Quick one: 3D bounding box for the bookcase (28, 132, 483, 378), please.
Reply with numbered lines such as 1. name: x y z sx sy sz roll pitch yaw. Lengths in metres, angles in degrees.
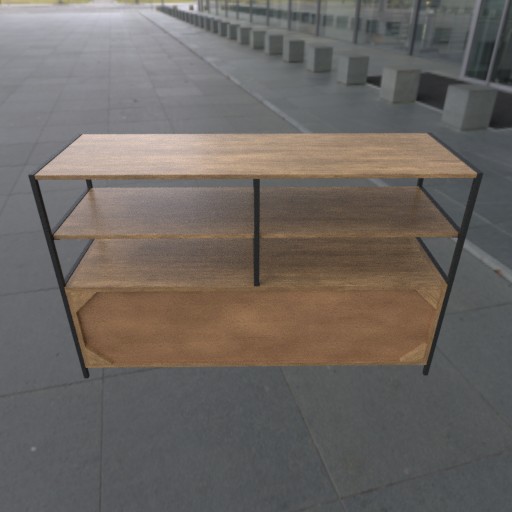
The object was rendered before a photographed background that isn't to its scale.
1. bookcase: 0.000 0.000 1.465 1.149 0.712 0.391 0 31 -1
